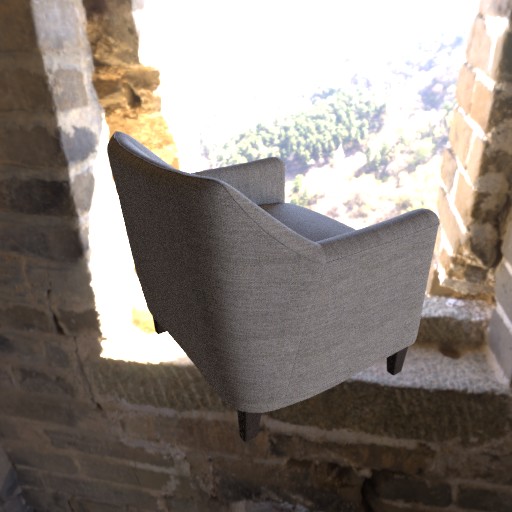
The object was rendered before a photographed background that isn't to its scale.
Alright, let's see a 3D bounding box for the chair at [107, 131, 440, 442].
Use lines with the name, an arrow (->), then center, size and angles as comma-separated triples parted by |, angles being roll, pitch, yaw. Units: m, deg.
chair -> 0.000, 0.000, 1.422 | 0.758, 0.761, 0.796 | -17, 32, -30
